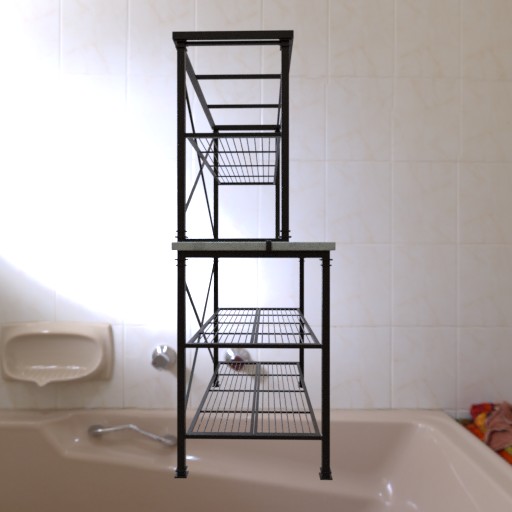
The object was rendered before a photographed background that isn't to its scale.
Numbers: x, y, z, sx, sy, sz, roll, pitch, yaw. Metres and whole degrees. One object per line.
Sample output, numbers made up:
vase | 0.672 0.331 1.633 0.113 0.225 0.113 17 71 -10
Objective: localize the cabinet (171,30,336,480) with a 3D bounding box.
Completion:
cabinet | 0.000 0.000 2.224 0.610 1.659 1.210 0 0 1
